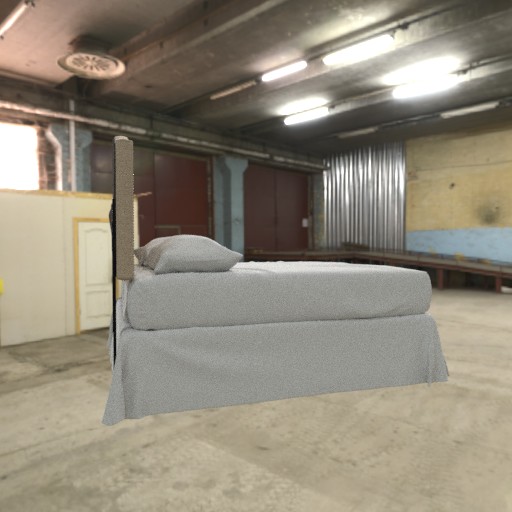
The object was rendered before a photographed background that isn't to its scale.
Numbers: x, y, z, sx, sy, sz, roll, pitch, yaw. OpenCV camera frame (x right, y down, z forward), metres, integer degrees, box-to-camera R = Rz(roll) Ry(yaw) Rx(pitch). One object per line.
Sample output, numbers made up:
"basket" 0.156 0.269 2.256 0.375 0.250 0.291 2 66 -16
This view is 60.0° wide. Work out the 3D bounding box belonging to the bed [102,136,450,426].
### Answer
"bed" 0.000 0.000 3.406 2.221 1.645 1.876 0 2 -18
